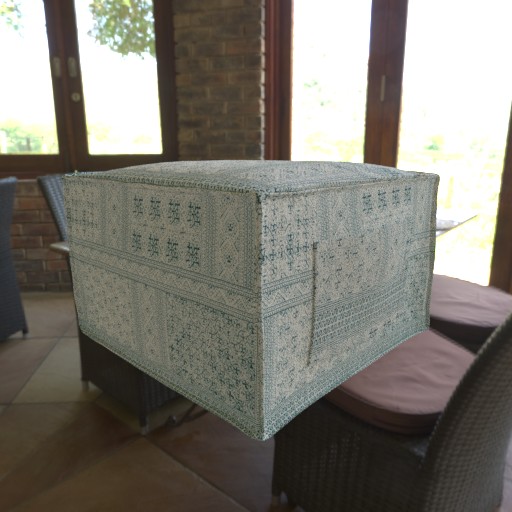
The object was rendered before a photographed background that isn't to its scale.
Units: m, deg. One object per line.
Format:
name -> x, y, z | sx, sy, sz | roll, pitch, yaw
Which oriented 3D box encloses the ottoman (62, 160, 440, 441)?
ottoman -> 0.000, 0.000, 1.035 | 0.626, 0.439, 0.617 | 13, 19, 42
